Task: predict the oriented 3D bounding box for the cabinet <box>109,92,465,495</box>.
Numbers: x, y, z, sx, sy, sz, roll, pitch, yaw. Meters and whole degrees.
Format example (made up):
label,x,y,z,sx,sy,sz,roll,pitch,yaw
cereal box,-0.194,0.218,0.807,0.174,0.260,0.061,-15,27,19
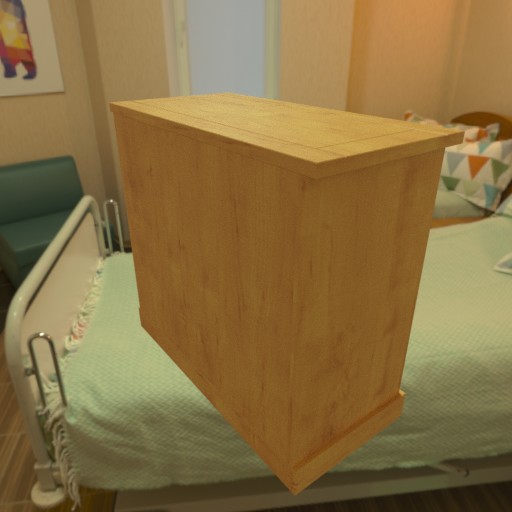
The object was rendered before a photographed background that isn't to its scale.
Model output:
label,x,y,z,sx,sy,sz,roll,pitch,yaw
cabinet,0.000,0.000,1.363,0.450,0.840,0.920,-19,32,-33
